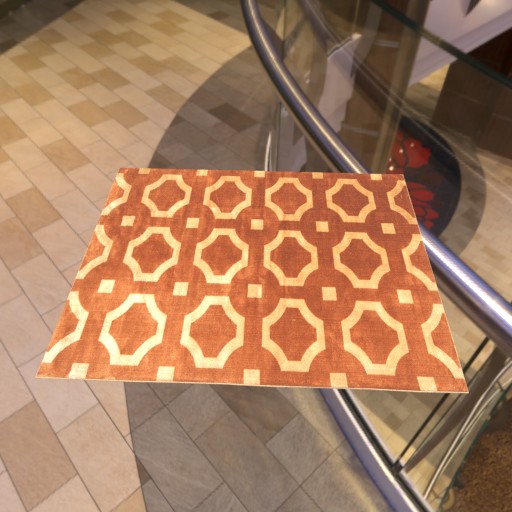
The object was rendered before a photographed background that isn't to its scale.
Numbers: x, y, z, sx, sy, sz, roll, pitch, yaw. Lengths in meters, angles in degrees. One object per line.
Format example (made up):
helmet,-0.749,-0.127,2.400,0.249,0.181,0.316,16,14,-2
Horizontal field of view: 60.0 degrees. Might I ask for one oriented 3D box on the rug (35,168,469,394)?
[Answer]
rug,0.000,0.000,3.936,3.049,0.021,2.466,2,48,1
